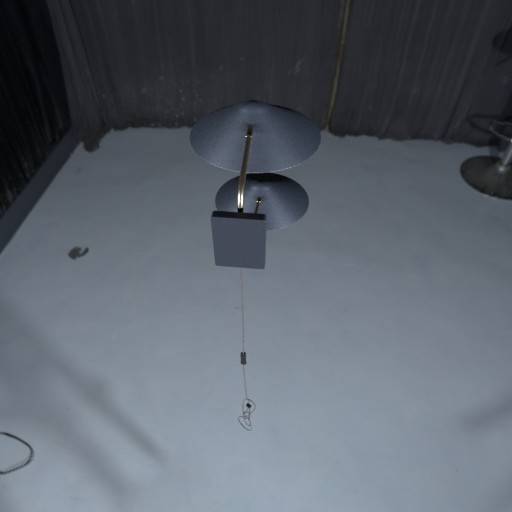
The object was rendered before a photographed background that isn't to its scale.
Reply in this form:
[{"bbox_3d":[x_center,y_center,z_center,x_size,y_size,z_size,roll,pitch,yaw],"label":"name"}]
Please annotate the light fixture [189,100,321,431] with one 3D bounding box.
[{"bbox_3d":[0.000,0.000,0.838,0.189,0.665,0.422,4,47,4],"label":"light fixture"}]
